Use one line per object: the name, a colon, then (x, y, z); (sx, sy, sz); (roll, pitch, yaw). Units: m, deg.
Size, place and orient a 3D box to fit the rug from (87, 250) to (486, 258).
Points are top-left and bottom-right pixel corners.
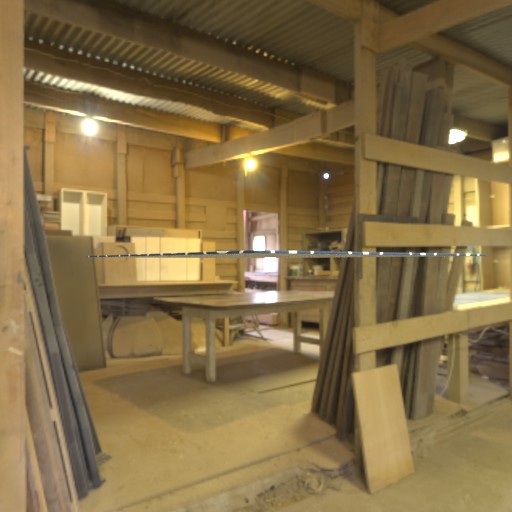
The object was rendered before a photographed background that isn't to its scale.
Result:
rug: (0.000, 0.000, 2.803); (1.524, 0.010, 2.134); (0, -1, -35)
